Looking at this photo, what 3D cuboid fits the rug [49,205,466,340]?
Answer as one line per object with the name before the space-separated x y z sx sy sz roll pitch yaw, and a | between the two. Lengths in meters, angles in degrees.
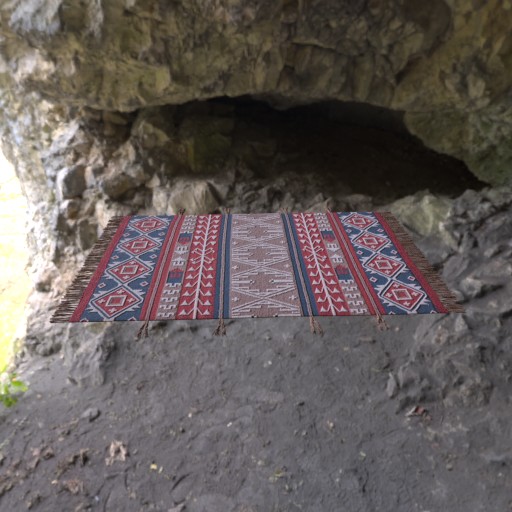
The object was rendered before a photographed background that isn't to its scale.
rug | 0.000 0.000 2.647 2.025 0.040 1.469 -1 29 -2
